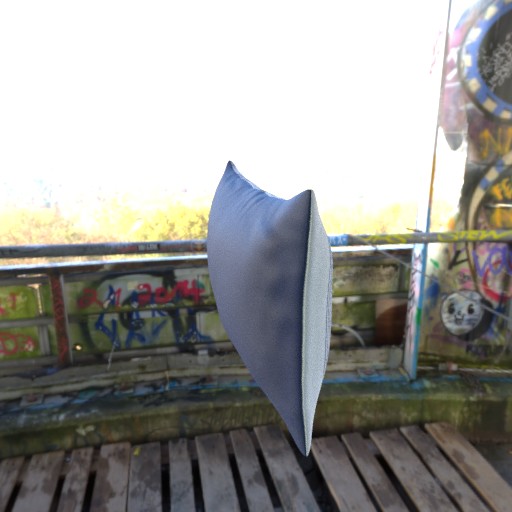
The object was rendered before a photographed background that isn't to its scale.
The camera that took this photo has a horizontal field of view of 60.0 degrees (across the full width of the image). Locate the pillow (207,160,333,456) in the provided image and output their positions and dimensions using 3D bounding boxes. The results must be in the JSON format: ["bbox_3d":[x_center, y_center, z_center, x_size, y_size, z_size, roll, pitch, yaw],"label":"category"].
[{"bbox_3d":[0.000,0.000,0.728,0.151,0.287,0.610,-3,15,-10],"label":"pillow"}]
